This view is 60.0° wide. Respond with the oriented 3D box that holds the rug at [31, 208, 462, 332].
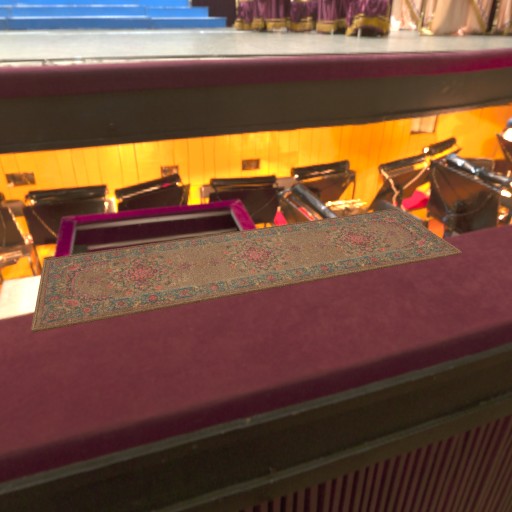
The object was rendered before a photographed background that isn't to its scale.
[{"bbox_3d":[0.000,0.000,2.527,2.297,0.019,0.659,-9,31,-15],"label":"rug"}]
